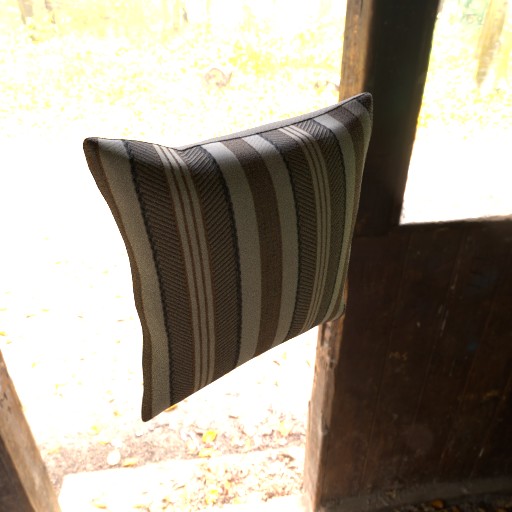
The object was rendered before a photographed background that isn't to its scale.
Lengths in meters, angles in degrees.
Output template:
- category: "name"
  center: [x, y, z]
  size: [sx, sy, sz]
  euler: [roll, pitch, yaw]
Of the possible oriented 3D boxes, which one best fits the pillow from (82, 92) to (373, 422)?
- category: "pillow"
  center: [0.000, 0.000, 0.628]
  size: [0.416, 0.401, 0.173]
  euler: [-21, 36, -32]
